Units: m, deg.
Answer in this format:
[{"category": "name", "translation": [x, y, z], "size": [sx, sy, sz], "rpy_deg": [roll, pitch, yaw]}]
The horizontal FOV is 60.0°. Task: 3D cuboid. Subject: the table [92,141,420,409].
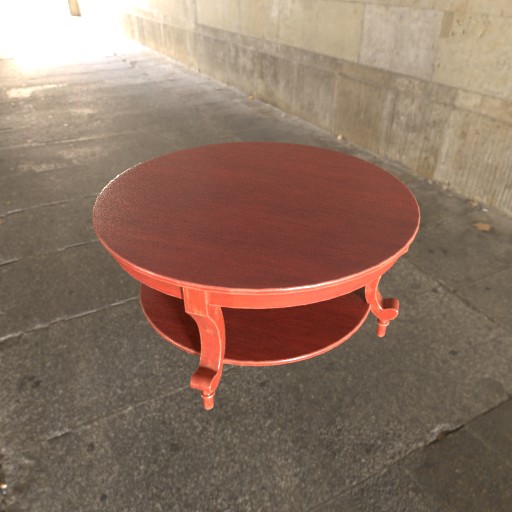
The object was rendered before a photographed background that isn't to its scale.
[{"category": "table", "translation": [0.000, 0.000, 1.578], "size": [1.029, 0.486, 1.029], "rpy_deg": [0, 33, 0]}]
